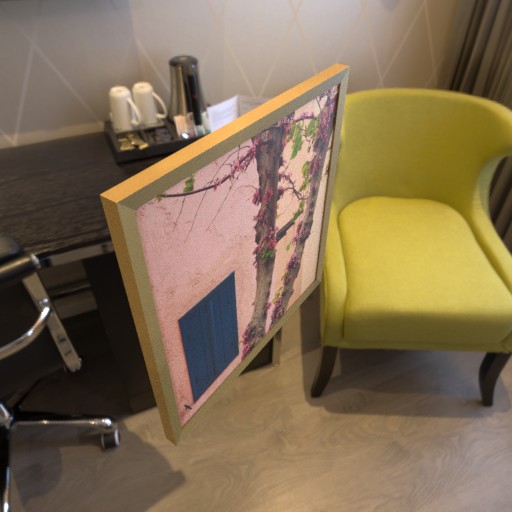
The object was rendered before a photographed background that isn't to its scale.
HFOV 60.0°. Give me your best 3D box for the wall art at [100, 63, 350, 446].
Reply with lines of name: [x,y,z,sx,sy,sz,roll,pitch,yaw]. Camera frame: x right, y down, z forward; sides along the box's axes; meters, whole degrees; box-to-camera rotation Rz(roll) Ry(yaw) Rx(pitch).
wall art: [0.000,0.000,1.152,0.038,0.762,0.762,25,47,26]
